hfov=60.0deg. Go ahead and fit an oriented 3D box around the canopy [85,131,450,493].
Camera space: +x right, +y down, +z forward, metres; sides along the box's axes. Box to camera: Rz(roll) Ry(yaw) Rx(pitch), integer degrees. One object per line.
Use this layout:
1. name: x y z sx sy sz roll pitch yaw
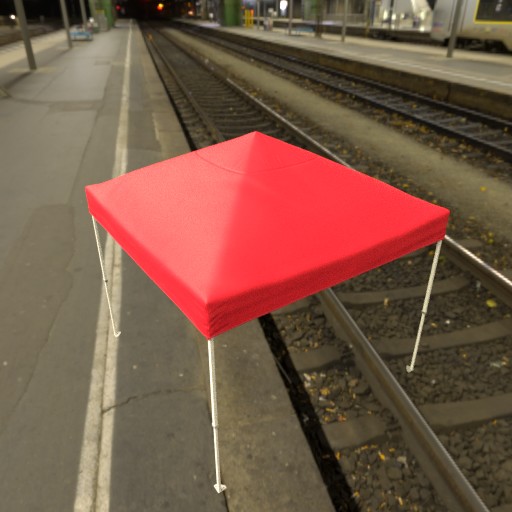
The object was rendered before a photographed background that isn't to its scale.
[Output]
1. canopy: 0.000 0.000 5.393 2.996 2.997 2.998 -19 34 -30
